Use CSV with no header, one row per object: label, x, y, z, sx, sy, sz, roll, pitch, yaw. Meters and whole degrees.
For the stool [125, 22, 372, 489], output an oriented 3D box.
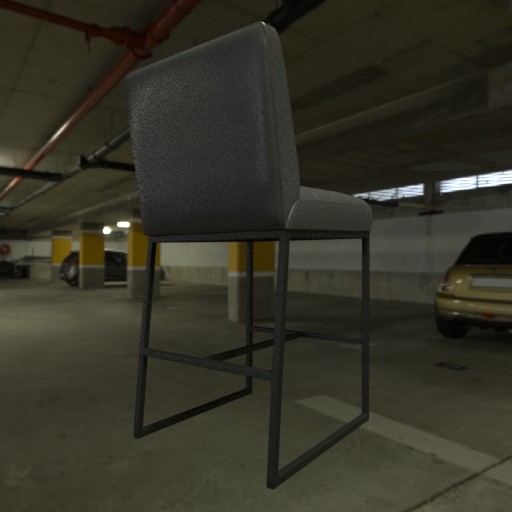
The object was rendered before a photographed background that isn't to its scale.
stool,0.000,0.000,1.206,0.457,0.938,0.552,0,-1,37
